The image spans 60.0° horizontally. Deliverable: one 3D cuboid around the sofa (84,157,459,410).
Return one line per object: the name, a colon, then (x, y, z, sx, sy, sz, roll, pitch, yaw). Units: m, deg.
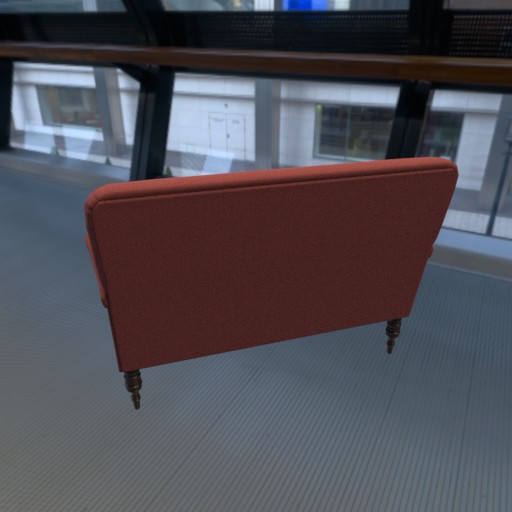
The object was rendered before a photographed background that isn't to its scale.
sofa: (0.000, 0.000, 1.813, 1.297, 0.889, 0.779, -8, 27, -16)
